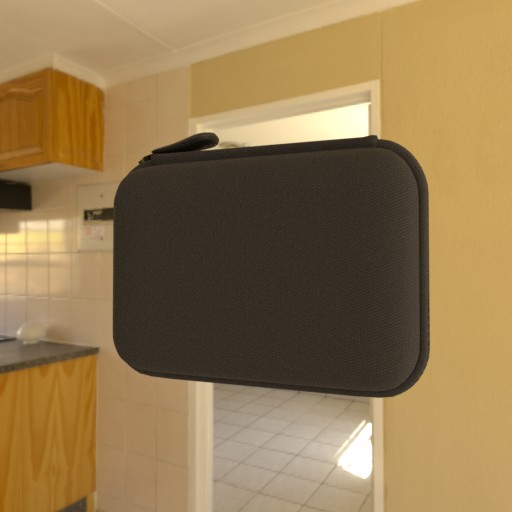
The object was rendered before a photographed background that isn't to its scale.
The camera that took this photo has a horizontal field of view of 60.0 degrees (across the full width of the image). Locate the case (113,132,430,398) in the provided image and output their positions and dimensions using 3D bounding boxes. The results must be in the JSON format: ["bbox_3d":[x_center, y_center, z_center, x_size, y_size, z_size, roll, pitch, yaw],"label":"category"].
[{"bbox_3d":[0.000,0.000,0.181,0.132,0.105,0.038,0,-1,19],"label":"case"}]
